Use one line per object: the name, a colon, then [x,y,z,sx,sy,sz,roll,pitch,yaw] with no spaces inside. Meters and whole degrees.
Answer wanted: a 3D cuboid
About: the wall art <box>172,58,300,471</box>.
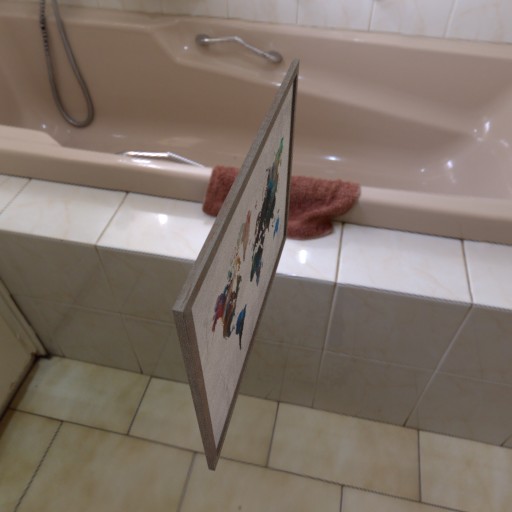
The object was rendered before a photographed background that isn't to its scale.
wall art: [0.000,0.000,1.341,0.019,0.774,1.012,11,48,10]
